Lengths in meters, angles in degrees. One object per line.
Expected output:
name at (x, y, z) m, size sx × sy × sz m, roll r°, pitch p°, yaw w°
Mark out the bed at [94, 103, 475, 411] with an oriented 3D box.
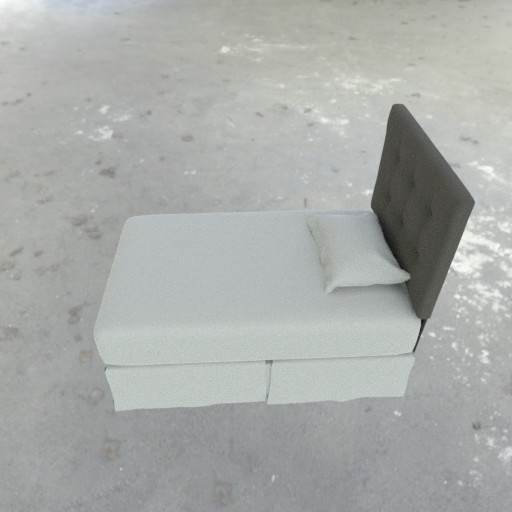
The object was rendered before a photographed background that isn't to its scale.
bed at (0.000, 0.000, 2.921) m, size 1.997 × 1.571 × 1.261 m, roll -2°, pitch 41°, yaw -2°
